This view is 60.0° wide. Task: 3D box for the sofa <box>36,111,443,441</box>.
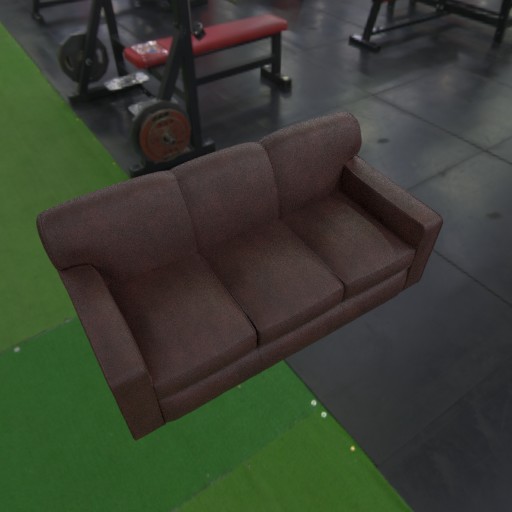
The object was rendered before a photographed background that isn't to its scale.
[{"bbox_3d":[0.000,0.000,2.581,2.039,0.953,1.008,-24,50,-22],"label":"sofa"}]
